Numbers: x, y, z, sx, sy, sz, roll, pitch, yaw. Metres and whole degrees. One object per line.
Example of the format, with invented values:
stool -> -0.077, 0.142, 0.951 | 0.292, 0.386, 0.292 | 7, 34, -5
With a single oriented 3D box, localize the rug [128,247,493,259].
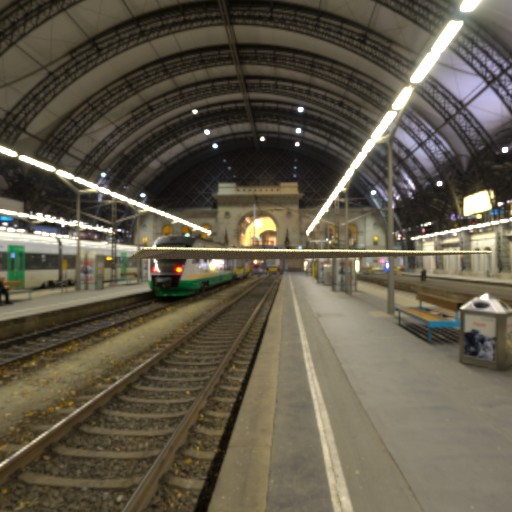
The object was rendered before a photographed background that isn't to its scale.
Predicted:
rug -> 0.000, 0.000, 2.326 | 1.250, 0.015, 1.850 | 0, -1, -17
